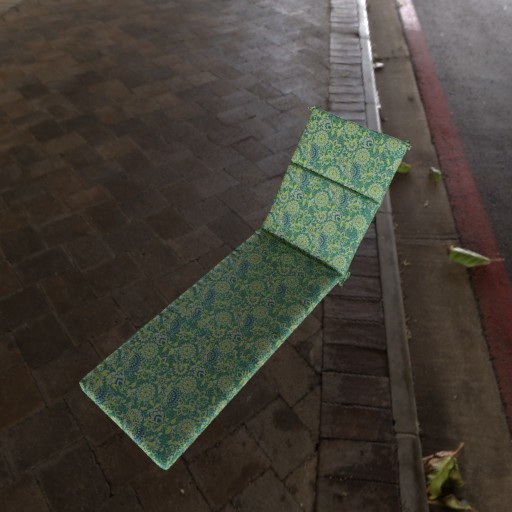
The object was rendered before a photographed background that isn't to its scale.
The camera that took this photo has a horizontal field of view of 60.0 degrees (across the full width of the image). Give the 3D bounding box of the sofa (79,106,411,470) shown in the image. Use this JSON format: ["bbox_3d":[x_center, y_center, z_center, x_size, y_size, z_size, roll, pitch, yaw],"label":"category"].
[{"bbox_3d":[0.000,0.000,1.946,0.582,0.622,1.663,31,54,26],"label":"sofa"}]
